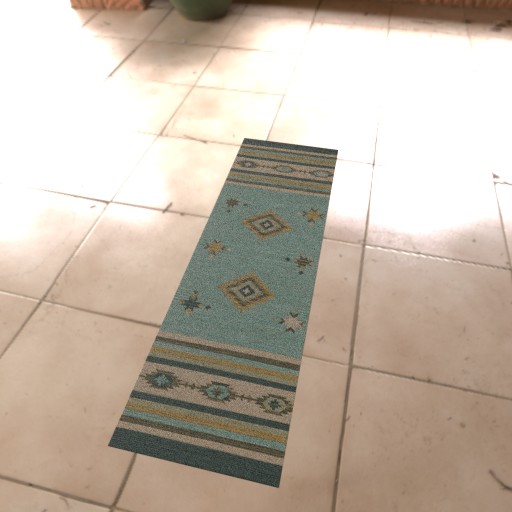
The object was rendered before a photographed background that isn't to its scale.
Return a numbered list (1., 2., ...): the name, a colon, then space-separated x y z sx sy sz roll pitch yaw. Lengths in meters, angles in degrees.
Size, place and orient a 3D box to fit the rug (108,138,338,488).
1. rug: 0.000 0.000 2.649 0.744 0.010 2.441 9 48 9
